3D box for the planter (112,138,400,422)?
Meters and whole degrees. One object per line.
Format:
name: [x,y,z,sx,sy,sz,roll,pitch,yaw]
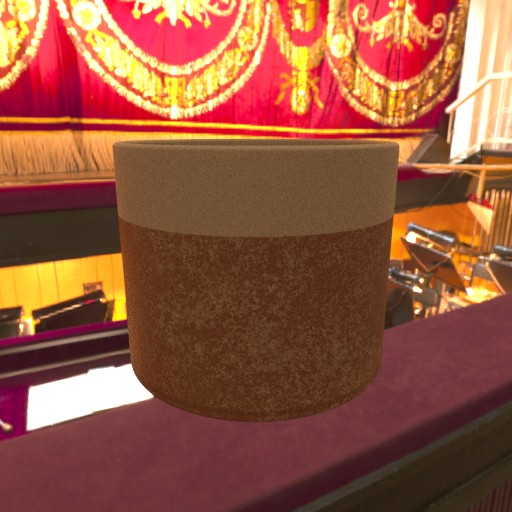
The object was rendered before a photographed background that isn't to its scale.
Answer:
planter: [0.000,0.000,0.274,0.159,0.138,0.159,0,16,0]
